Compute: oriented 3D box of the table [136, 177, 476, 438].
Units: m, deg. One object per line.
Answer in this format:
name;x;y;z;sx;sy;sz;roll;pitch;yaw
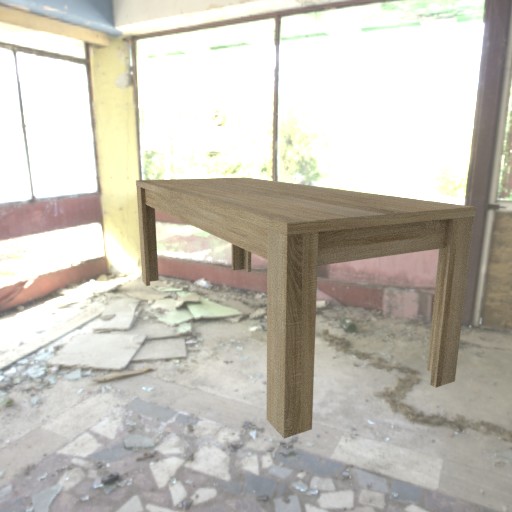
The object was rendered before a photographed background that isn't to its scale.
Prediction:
table;0.000;0.000;2.659;0.900;0.790;2.200;-7;15;-26
